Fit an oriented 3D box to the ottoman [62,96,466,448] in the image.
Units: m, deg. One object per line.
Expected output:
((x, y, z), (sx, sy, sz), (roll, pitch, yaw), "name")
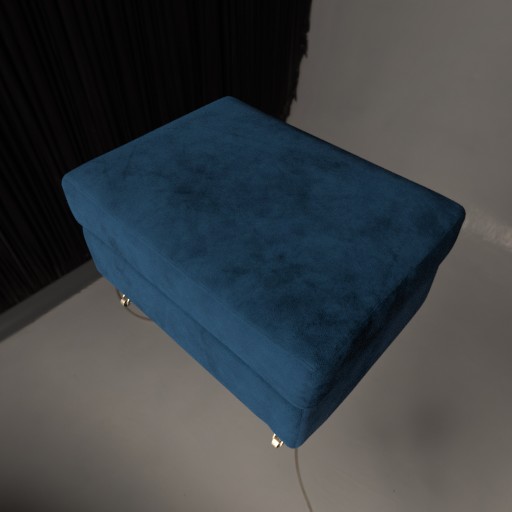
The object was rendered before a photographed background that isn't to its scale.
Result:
((0.000, 0.000, 1.138), (0.773, 0.503, 0.572), (34, 56, 28), "ottoman")
